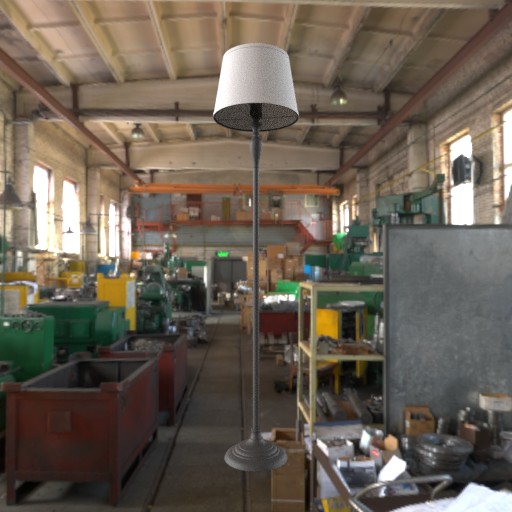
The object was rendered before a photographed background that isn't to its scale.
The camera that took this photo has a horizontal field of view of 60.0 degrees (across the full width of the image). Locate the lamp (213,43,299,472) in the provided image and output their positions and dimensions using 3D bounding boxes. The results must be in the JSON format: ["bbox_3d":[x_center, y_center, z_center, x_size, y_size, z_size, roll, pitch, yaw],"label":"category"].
[{"bbox_3d":[0.000,0.000,1.679,0.327,1.506,0.327,1,-2,-36],"label":"lamp"}]
